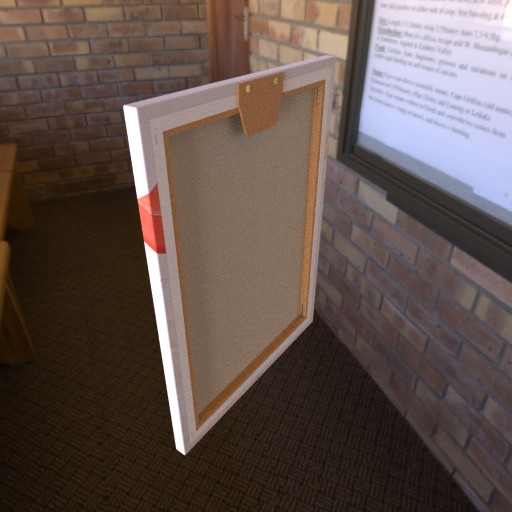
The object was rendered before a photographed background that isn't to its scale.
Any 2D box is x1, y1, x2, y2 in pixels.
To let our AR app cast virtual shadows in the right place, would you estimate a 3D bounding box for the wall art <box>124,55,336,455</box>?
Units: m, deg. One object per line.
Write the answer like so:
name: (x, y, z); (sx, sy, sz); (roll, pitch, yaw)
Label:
wall art: (0.000, 0.000, 1.321); (0.045, 1.014, 0.759); (21, 38, 30)
